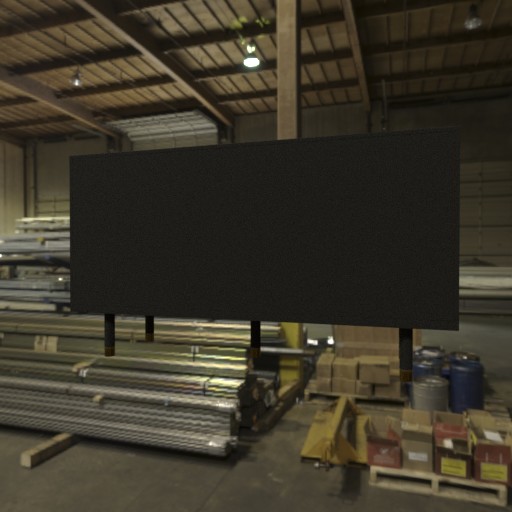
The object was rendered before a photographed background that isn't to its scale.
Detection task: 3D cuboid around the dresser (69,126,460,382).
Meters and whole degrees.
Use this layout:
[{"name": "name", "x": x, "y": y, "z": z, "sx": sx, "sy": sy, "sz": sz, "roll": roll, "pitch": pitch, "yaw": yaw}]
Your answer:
[{"name": "dresser", "x": 0.000, "y": 0.000, "z": 1.923, "sx": 1.558, "sy": 0.872, "sz": 0.463, "roll": 0, "pitch": 1, "yaw": 17}]
